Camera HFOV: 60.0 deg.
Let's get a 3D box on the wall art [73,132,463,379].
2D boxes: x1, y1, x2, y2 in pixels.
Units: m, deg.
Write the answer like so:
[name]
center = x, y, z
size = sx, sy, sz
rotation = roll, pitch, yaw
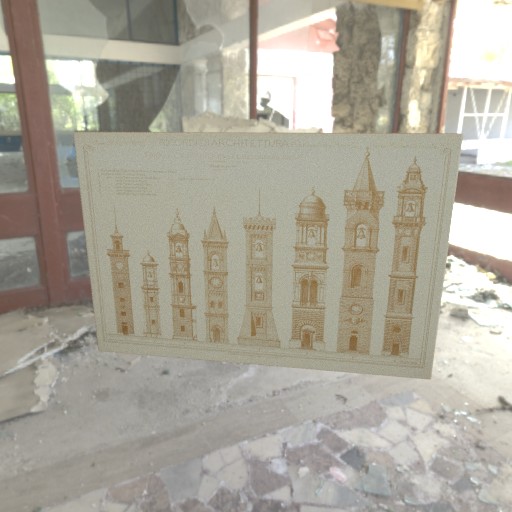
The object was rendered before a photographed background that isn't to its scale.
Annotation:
[wall art]
center = 0.000, 0.000, 1.134
size = 0.915, 0.608, 0.033
rotation = 3, 17, 9
